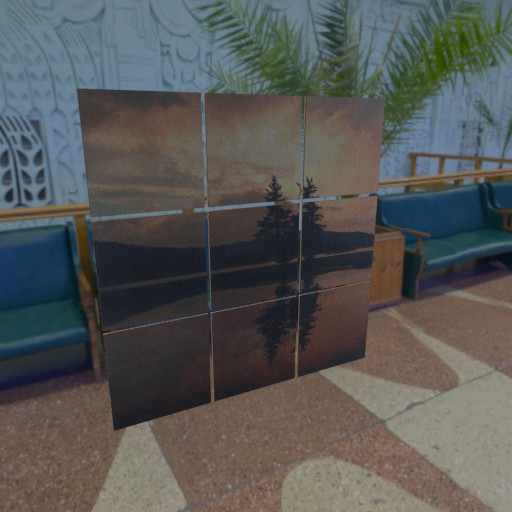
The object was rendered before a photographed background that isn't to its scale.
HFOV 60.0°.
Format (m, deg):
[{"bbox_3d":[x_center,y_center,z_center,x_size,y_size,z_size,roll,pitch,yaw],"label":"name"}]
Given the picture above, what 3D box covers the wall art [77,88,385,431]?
[{"bbox_3d":[0.000,0.000,2.223,1.520,1.525,0.013,-8,18,-26],"label":"wall art"}]
